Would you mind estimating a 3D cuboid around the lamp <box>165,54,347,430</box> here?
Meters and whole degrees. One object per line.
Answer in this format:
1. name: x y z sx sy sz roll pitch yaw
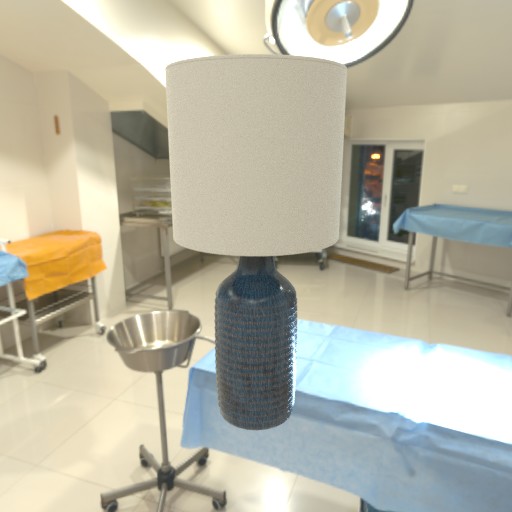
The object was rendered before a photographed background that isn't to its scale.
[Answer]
1. lamp: 0.000 0.000 0.609 0.220 0.475 0.220 7 17 26
